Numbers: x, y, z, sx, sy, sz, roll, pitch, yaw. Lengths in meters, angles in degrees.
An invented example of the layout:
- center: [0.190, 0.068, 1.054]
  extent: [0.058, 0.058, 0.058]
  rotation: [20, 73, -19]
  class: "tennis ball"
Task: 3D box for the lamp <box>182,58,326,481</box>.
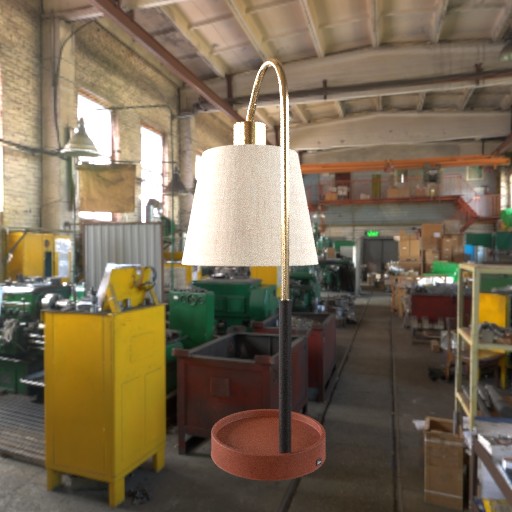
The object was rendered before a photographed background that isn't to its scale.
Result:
- center: [0.000, 0.000, 0.661]
  extent: [0.211, 0.536, 0.273]
  rotation: [0, 1, -17]
  class: "lamp"
